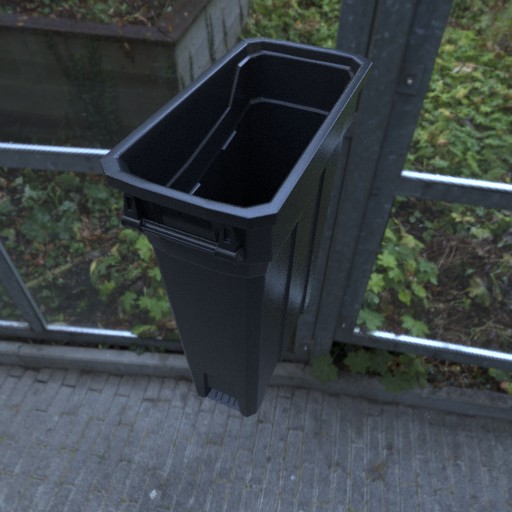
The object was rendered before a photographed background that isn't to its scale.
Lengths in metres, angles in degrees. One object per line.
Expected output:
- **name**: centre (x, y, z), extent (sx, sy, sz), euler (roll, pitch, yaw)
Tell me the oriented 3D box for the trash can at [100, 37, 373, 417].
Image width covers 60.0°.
- **trash can**: centre (0.000, 0.000, 1.033), extent (0.281, 0.762, 0.559), euler (18, 50, 16)
